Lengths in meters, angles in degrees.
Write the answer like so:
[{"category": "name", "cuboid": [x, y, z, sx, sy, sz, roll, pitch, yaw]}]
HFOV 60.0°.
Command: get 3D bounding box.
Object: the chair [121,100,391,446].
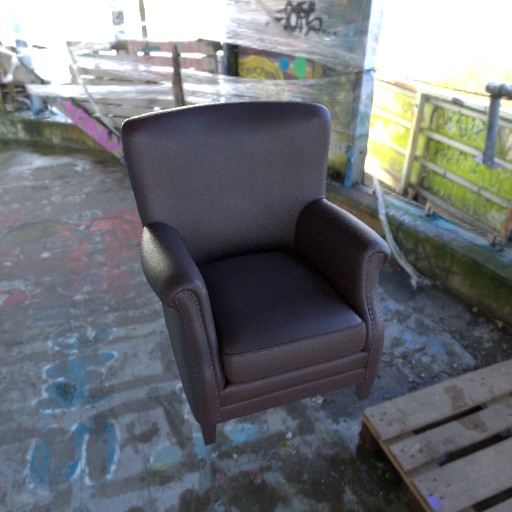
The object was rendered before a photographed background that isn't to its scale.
[{"category": "chair", "cuboid": [0.000, 0.000, 1.396, 0.700, 0.800, 0.746, -10, 33, -16]}]
